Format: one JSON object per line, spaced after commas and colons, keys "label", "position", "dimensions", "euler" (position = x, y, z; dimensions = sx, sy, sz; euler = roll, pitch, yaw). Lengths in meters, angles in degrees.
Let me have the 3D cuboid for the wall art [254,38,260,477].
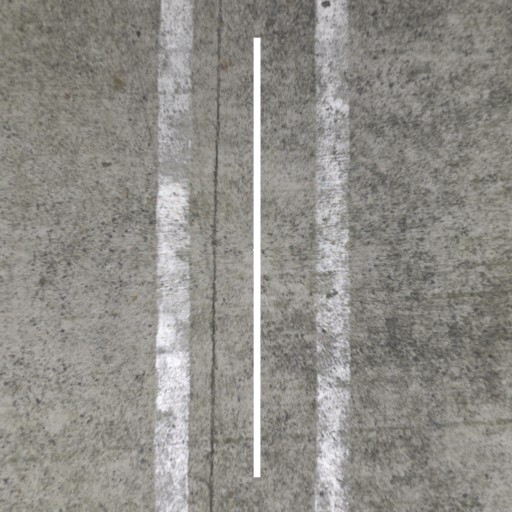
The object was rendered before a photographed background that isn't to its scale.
{"label": "wall art", "position": [0.000, 0.000, 0.688], "dimensions": [0.007, 0.456, 0.456], "euler": [0, 91, 0]}
